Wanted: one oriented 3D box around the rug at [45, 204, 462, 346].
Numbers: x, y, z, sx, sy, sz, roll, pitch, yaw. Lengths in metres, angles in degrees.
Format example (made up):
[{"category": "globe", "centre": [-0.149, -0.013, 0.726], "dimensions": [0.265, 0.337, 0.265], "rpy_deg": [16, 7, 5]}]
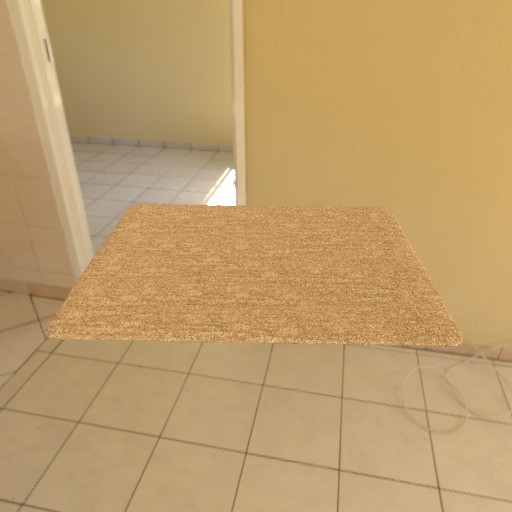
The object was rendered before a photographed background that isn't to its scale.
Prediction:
[{"category": "rug", "centre": [0.000, 0.000, 3.902], "dimensions": [2.873, 0.050, 2.242], "rpy_deg": [1, 30, 1]}]
